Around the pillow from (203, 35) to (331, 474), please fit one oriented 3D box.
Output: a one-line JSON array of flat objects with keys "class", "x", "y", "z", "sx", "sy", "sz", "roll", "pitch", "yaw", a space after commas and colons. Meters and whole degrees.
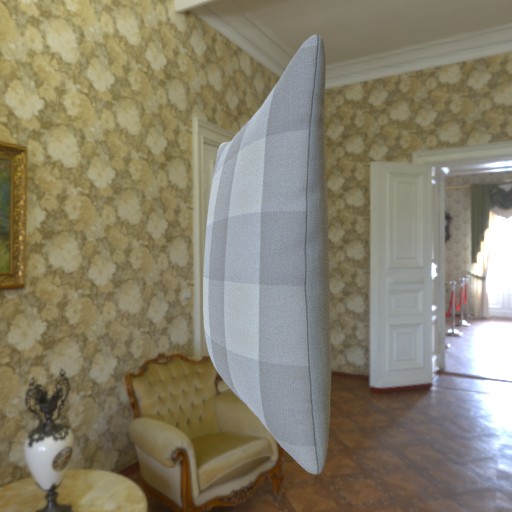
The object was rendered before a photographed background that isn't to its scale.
[{"class": "pillow", "x": 0.000, "y": 0.000, "z": 0.751, "sx": 0.161, "sy": 0.509, "sz": 0.511, "roll": 0, "pitch": -1, "yaw": -16}]
